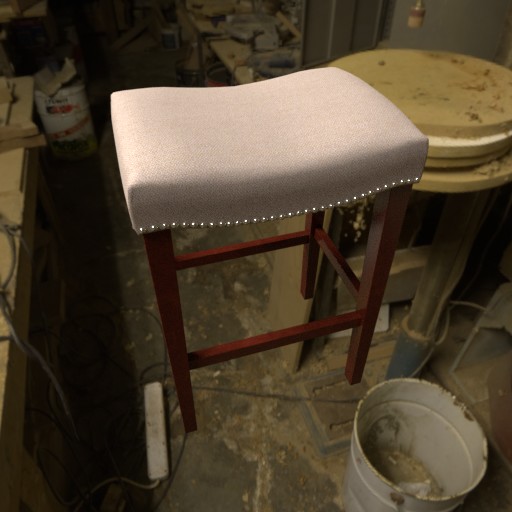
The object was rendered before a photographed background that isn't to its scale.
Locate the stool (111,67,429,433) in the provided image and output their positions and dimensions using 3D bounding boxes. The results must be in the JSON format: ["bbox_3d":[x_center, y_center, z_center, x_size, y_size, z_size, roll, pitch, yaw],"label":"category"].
[{"bbox_3d":[0.000,0.000,1.030,0.504,0.742,0.372,-12,43,-13],"label":"stool"}]
